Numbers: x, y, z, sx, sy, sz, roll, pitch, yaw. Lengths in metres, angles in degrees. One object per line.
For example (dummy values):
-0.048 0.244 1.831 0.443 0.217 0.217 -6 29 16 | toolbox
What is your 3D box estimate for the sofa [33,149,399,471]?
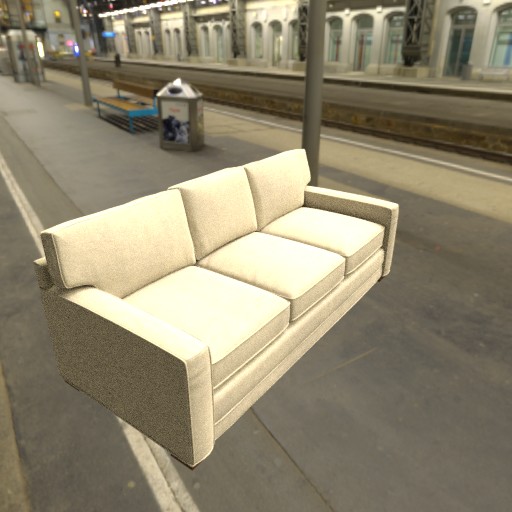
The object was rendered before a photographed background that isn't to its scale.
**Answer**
0.000 0.000 2.561 0.936 0.862 2.093 17 30 32 | sofa
